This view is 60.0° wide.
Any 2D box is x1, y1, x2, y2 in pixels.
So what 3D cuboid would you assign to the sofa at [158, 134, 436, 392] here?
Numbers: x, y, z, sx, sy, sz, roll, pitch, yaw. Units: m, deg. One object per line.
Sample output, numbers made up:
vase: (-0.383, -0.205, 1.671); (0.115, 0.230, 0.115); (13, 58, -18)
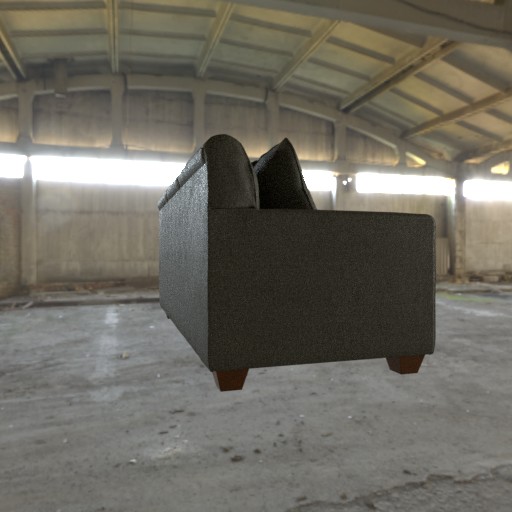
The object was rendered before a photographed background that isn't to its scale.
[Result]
sofa: (0.000, 0.000, 2.628); (0.997, 0.958, 2.024); (0, 0, -17)
